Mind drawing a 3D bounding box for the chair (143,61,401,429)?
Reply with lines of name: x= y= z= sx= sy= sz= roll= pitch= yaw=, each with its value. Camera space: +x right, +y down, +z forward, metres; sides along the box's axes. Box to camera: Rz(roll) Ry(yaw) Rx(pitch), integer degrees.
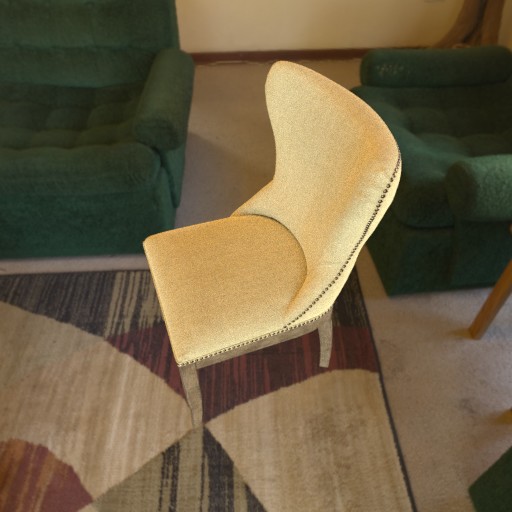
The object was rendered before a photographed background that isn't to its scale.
chair: x=0.000 y=0.000 z=1.465 sx=0.681 sy=1.002 sz=0.654 roll=-15 pitch=47 yaw=-14
